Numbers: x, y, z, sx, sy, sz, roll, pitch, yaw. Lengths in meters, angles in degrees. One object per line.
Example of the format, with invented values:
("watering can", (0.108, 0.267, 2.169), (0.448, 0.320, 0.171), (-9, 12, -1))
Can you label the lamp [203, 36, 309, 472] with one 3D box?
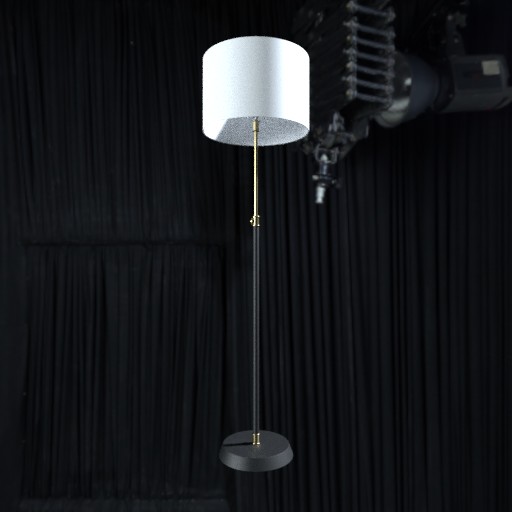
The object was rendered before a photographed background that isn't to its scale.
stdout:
("lamp", (0.000, 0.000, 1.700), (0.404, 1.517, 0.404), (0, 0, -1))
